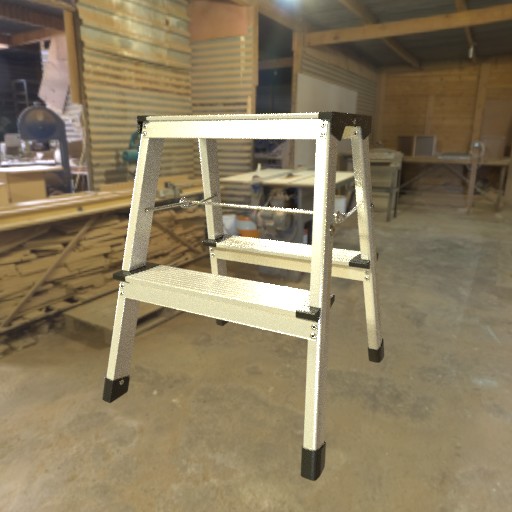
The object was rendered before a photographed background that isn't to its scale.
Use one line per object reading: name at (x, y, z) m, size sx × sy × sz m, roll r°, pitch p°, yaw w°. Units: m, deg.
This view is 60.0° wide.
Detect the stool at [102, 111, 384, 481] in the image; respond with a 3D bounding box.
stool at (0.000, 0.000, 0.793) m, size 0.404 × 0.480 × 0.405 m, roll 8°, pitch 18°, yaw 27°
